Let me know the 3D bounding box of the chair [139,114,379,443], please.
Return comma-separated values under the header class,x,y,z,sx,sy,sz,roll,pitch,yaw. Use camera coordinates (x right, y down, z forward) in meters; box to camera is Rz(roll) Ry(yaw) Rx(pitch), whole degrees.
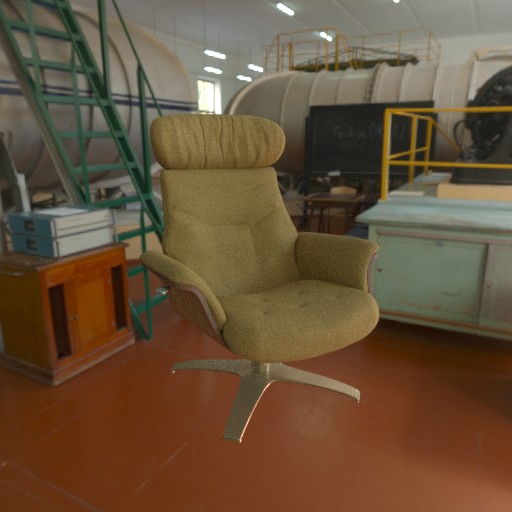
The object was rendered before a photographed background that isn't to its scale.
class,x,y,z,sx,sy,sz,roll,pitch,yaw
chair,0.000,0.000,1.582,0.785,0.995,0.837,-8,17,-27
